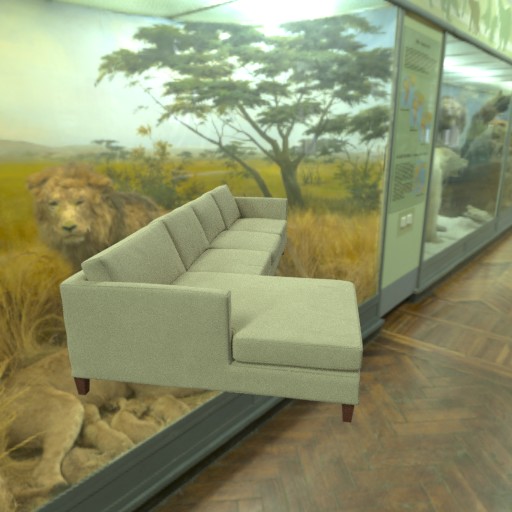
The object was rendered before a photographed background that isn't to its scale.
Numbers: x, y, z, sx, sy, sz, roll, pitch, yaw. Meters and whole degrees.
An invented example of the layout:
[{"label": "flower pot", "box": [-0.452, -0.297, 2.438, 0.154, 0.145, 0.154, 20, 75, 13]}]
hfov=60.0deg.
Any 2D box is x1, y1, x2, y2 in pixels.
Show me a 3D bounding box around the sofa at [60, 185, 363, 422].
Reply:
[{"label": "sofa", "box": [0.000, 0.000, 3.802, 1.625, 0.846, 3.186, 3, 16, 9]}]
